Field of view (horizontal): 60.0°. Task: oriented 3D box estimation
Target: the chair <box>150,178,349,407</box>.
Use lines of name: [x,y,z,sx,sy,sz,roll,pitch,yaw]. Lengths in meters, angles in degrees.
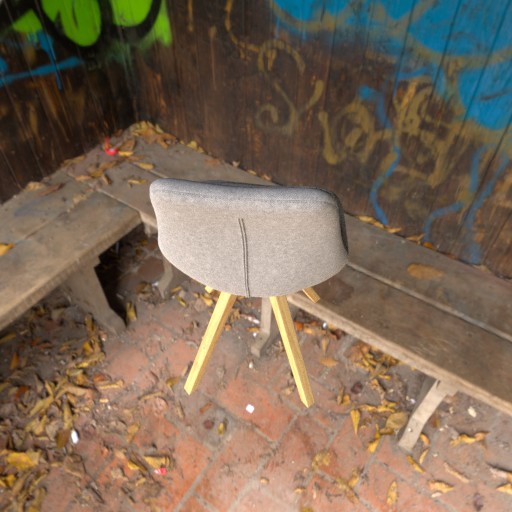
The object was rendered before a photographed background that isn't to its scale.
chair: [0.000,0.000,1.226,0.483,0.865,0.550,5,47,4]
